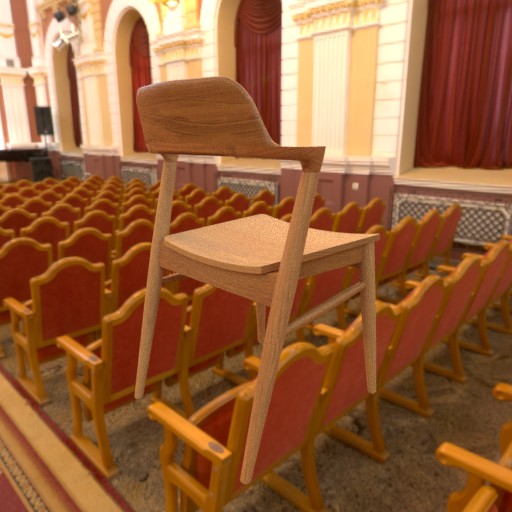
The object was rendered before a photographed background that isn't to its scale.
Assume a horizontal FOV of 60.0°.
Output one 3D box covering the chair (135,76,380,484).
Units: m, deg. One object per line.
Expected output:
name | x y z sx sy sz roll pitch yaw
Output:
chair | 0.000 0.000 1.121 0.499 0.792 0.512 -14 21 -43
